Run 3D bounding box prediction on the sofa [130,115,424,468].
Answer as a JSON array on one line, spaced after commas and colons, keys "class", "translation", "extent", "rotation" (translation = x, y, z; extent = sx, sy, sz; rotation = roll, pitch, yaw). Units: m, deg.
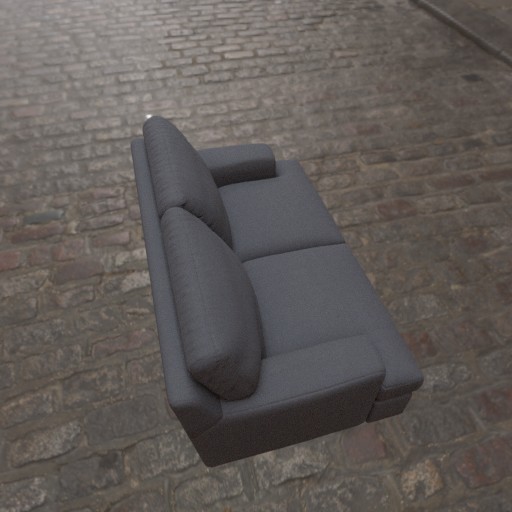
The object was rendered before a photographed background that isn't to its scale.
[{"class": "sofa", "translation": [0.000, 0.000, 2.489], "extent": [1.143, 0.940, 1.880], "rotation": [-11, 48, -10]}]
